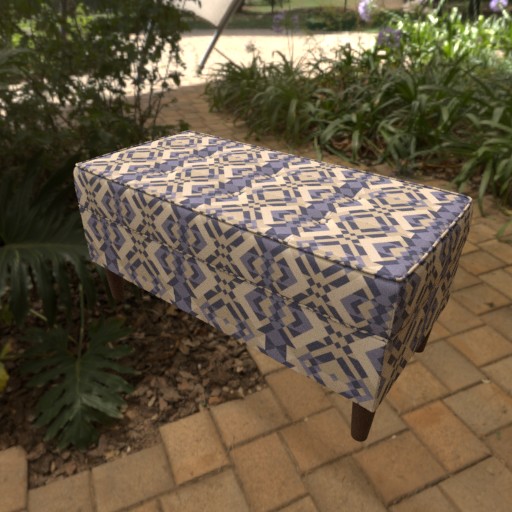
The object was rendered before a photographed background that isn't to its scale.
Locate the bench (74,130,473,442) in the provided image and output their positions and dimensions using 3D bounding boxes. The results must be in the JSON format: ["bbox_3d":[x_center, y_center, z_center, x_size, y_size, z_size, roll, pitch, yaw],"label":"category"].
[{"bbox_3d":[0.000,0.000,1.298,1.016,0.477,0.492,22,37,32],"label":"bench"}]
